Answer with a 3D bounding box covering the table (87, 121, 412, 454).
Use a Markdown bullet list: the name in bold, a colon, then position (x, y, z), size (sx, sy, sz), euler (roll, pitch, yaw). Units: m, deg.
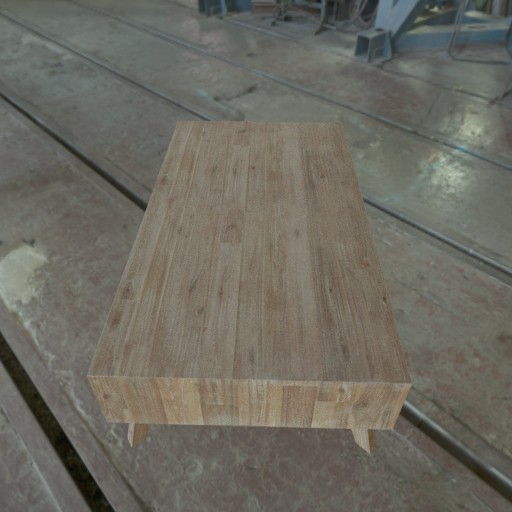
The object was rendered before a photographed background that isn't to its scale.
- **table**: position (0.000, 0.000, 2.010), size (0.918, 0.531, 1.619), euler (1, 42, 1)
